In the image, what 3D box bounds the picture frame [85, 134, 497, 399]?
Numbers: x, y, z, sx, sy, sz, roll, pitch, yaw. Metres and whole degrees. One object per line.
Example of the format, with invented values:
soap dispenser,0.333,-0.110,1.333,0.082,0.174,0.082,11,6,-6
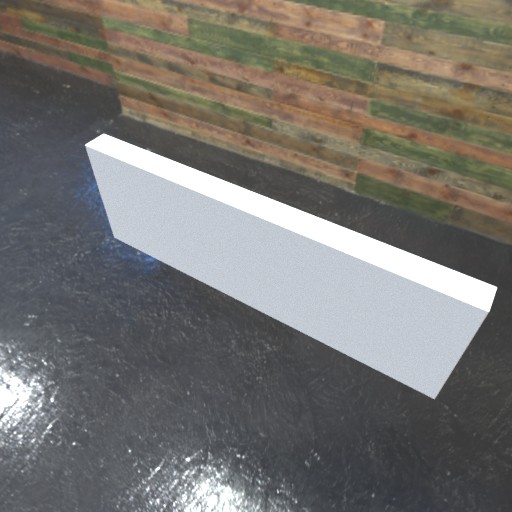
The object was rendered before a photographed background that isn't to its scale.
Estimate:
picture frame,0.000,0.000,0.830,0.759,0.250,0.050,24,51,22
